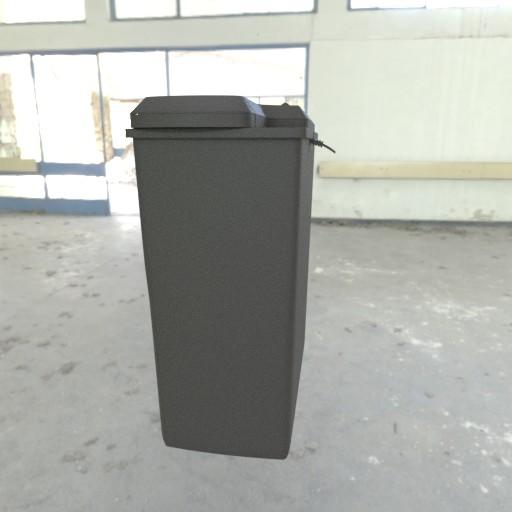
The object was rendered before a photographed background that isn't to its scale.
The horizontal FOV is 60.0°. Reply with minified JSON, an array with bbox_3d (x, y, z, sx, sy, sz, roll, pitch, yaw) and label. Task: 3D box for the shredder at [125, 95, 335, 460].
[{"bbox_3d":[0.000,0.000,0.512,0.170,0.335,0.320,2,15,9],"label":"shredder"}]
